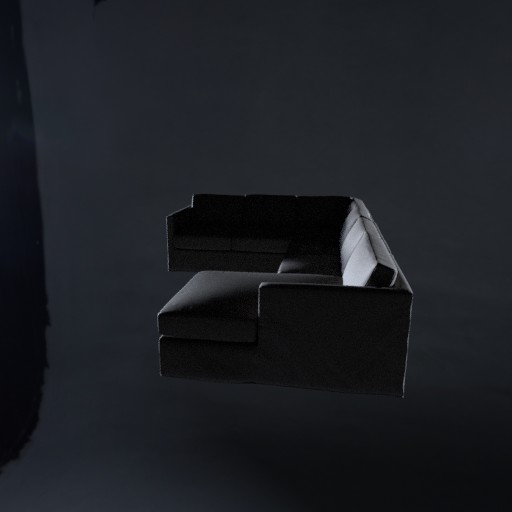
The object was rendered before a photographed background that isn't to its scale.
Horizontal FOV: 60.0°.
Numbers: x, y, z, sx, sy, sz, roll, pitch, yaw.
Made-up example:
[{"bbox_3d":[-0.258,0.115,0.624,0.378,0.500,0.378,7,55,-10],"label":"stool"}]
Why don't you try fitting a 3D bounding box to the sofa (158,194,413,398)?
[{"bbox_3d":[0.000,0.000,4.457,2.427,0.882,3.460,2,15,9],"label":"sofa"}]
